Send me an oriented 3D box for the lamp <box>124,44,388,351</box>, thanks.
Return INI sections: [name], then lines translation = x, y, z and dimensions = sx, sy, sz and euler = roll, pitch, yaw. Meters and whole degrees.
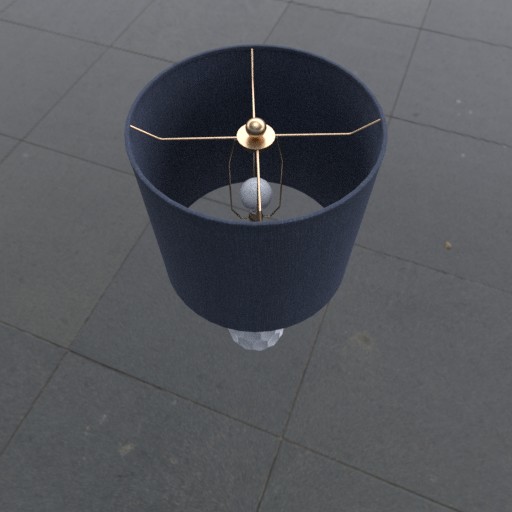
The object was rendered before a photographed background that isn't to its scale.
[lamp]
translation = 0.000, 0.000, 0.697
dimensions = 0.277, 0.537, 0.277
euler = 32, 63, 19
